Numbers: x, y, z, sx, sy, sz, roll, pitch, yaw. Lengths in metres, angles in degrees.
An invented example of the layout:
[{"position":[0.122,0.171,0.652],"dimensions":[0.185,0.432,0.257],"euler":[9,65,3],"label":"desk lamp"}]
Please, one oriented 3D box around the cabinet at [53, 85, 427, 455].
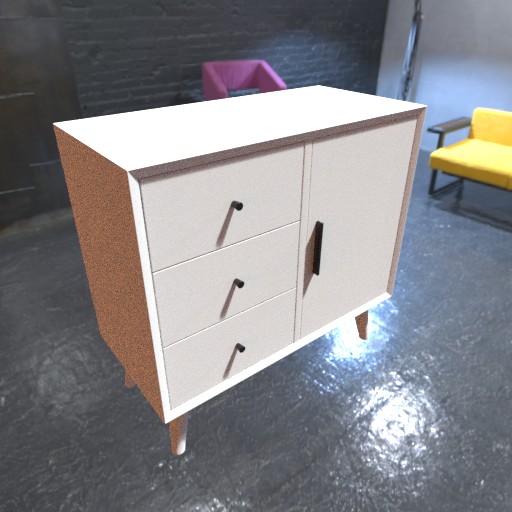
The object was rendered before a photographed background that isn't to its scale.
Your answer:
[{"position":[0.000,0.000,1.221],"dimensions":[0.800,0.761,0.398],"euler":[-21,36,-32],"label":"cabinet"}]
